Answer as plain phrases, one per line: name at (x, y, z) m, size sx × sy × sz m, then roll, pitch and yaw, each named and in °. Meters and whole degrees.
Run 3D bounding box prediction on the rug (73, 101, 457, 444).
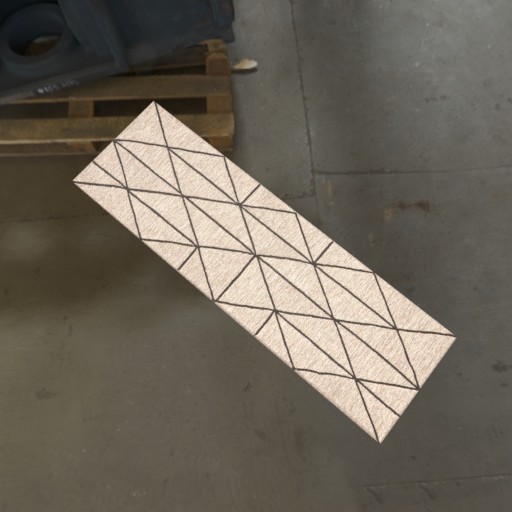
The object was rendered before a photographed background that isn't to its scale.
rug at (0.000, 0.000, 2.720) m, size 2.438 × 0.012 × 0.762 m, roll 39°, pitch 79°, yaw 9°
